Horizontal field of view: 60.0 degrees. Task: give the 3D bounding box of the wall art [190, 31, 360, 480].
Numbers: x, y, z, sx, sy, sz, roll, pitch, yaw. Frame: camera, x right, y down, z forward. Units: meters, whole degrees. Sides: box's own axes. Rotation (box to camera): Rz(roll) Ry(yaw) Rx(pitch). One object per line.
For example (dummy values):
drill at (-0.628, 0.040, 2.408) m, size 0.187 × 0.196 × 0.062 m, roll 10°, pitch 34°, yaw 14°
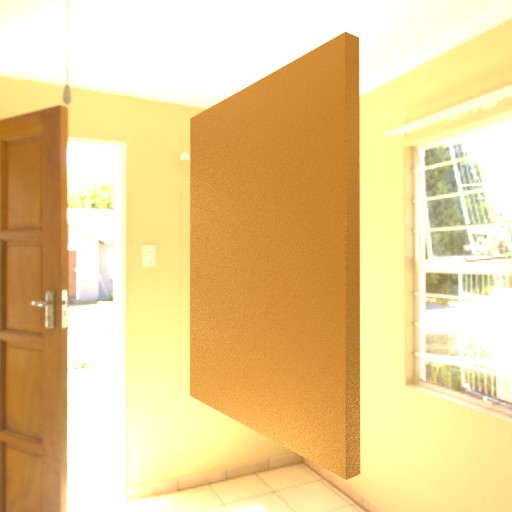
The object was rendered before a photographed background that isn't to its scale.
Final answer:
wall art at (0.000, 0.000, 1.060) m, size 0.038 × 0.812 × 0.610 m, roll 0°, pitch -1°, yaw -36°
